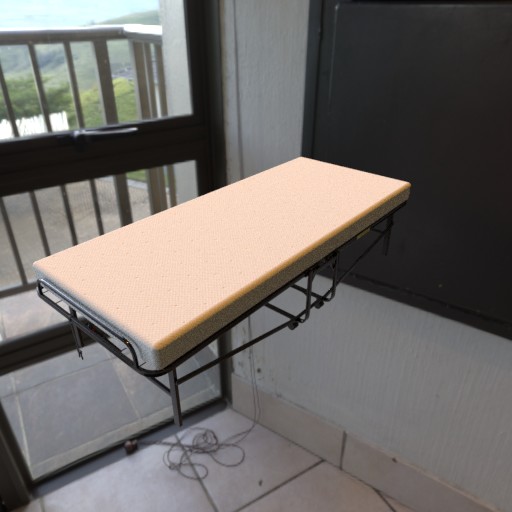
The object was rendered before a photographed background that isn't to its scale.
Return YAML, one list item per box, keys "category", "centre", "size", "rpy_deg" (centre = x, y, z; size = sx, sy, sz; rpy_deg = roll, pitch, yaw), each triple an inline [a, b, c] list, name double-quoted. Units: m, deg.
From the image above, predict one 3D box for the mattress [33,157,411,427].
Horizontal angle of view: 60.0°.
- category: "mattress"
  centre: [0.000, 0.000, 2.553]
  size: [0.922, 0.519, 2.153]
  rpy_deg: [23, 37, 34]
